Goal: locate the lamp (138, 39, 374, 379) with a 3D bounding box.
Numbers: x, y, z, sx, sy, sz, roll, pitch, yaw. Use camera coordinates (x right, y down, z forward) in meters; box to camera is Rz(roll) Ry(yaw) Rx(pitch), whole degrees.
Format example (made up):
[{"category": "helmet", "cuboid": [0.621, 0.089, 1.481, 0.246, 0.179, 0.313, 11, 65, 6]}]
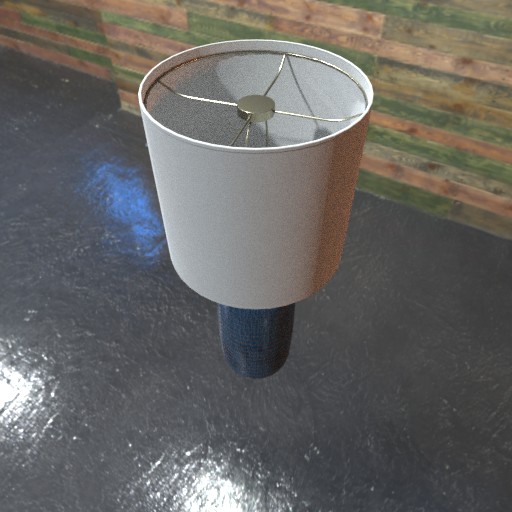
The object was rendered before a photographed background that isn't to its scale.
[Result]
[{"category": "lamp", "cuboid": [0.000, 0.000, 0.594, 0.220, 0.475, 0.220, 25, 51, 21]}]
